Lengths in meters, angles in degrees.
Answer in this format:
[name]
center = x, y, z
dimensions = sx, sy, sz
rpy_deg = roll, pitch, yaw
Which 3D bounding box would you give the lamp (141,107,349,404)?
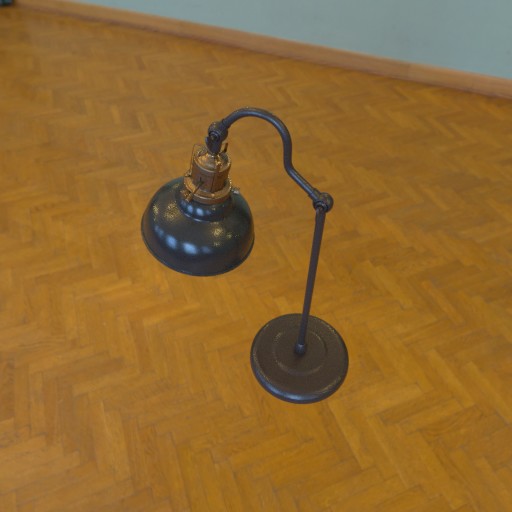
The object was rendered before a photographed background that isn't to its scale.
[lamp]
center = 0.000, 0.000, 0.702
dimensions = 0.374, 0.508, 0.192
rpy_deg = 17, 50, 15
